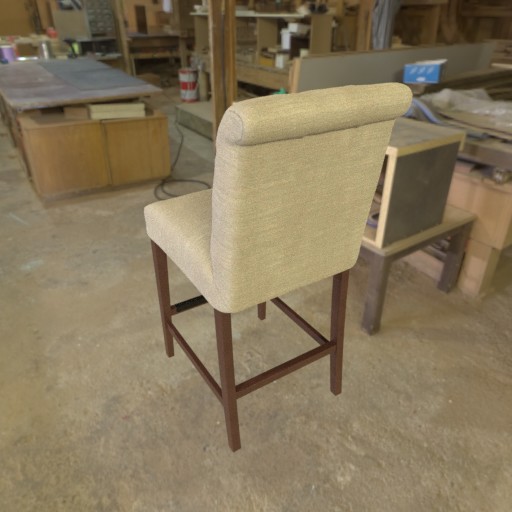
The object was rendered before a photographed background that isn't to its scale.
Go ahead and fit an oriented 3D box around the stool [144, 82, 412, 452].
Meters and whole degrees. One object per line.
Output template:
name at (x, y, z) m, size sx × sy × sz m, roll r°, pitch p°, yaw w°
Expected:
stool at (0.000, 0.000, 1.401) m, size 0.486 × 1.084 × 0.660 m, roll -18°, pitch 35°, yaw -28°
